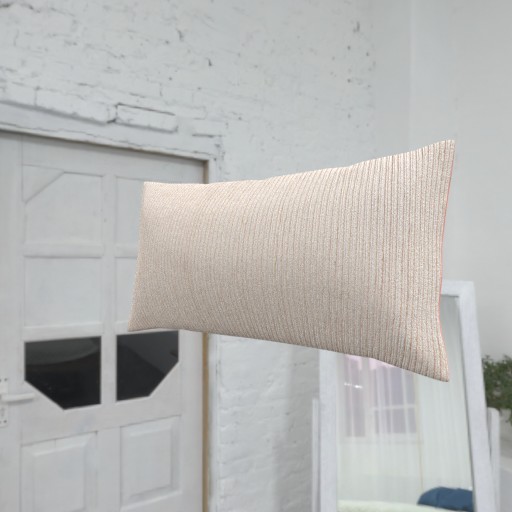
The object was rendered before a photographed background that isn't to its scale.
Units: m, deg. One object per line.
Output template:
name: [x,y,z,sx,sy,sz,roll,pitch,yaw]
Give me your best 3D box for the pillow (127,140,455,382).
pillow: [0.000,0.000,0.733,0.608,0.307,0.155,0,1,35]
